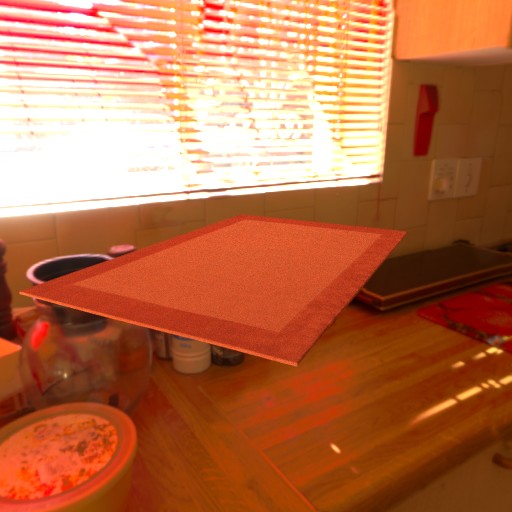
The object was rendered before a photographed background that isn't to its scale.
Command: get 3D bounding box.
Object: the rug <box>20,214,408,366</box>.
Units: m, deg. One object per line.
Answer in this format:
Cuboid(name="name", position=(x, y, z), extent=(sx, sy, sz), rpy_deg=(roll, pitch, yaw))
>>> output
Cuboid(name="rug", position=(0.000, 0.000, 2.304), extent=(1.219, 0.014, 1.829), rpy_deg=(8, 18, 26))
